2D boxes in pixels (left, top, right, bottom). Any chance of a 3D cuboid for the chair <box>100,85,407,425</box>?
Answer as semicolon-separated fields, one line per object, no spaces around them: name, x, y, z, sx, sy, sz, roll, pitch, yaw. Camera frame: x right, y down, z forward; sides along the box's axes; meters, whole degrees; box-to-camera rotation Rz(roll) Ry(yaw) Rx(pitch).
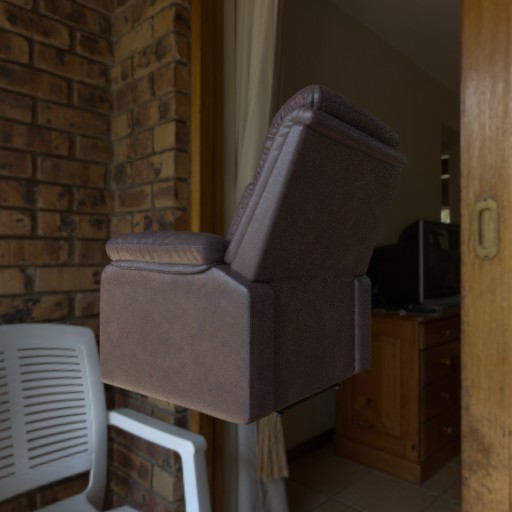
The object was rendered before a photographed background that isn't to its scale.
chair;0.000;0.000;1.663;0.919;0.992;0.855;0;0;38
